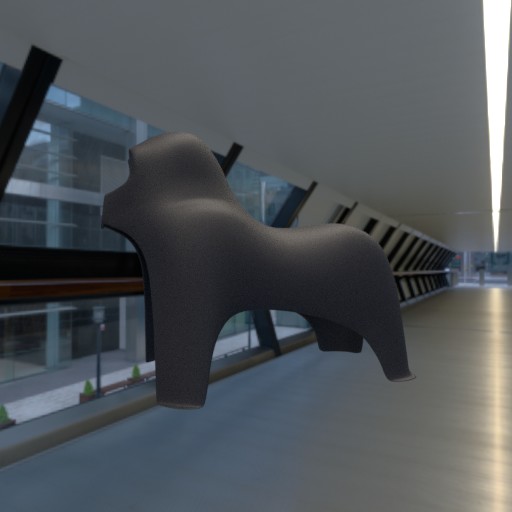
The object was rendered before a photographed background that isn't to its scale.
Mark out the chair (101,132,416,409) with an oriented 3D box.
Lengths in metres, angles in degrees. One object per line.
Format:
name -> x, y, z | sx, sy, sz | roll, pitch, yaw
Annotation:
chair -> 0.000, 0.000, 1.148 | 0.758, 0.600, 0.490 | 0, -1, -17
